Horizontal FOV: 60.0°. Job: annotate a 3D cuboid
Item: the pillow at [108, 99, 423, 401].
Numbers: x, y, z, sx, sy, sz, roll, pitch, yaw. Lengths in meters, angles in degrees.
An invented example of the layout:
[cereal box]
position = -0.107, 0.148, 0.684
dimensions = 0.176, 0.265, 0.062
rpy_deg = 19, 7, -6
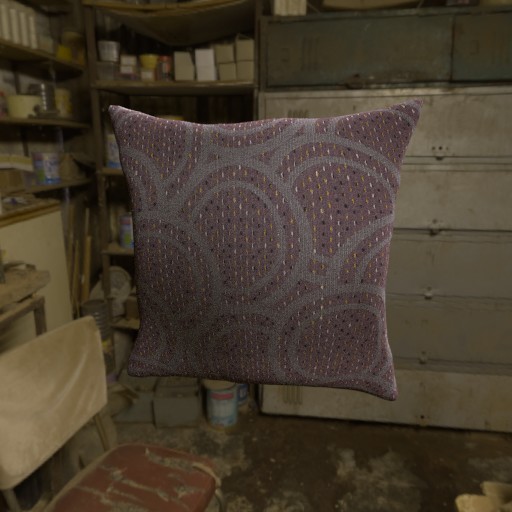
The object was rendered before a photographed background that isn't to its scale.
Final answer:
[pillow]
position = 0.000, 0.000, 0.775
dimensions = 0.514, 0.513, 0.163
rpy_deg = 2, 14, 10
